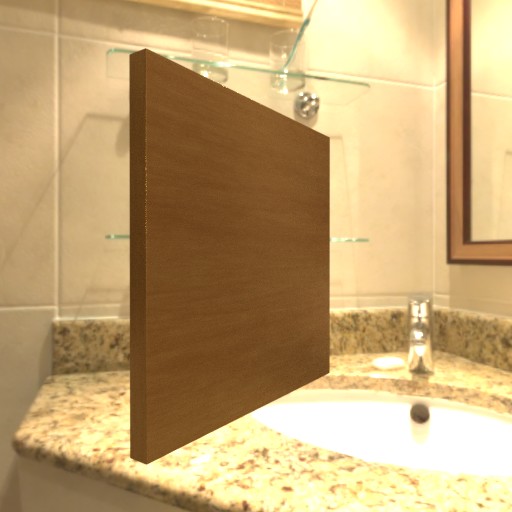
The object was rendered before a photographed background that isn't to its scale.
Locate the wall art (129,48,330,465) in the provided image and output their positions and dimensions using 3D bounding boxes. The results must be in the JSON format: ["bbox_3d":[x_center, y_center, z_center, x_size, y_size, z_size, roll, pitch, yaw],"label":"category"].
[{"bbox_3d":[0.000,0.000,0.450,0.019,0.302,0.302,0,0,35],"label":"wall art"}]
